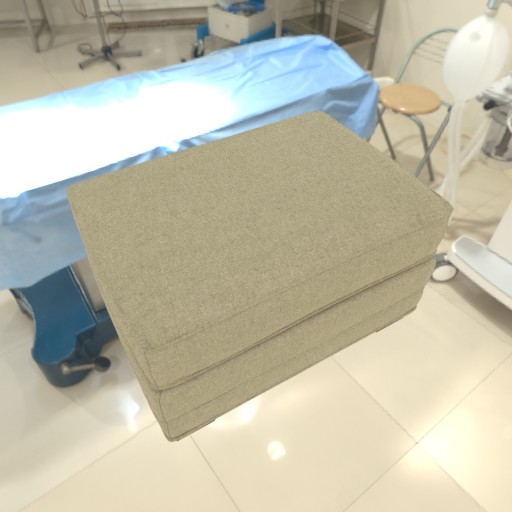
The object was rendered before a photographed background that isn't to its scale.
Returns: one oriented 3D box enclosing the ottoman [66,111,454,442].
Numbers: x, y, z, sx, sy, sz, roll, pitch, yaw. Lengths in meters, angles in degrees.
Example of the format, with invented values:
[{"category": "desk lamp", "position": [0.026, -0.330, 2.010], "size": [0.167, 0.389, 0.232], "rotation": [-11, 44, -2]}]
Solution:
[{"category": "ottoman", "position": [0.000, 0.000, 1.267], "size": [0.848, 0.508, 0.611], "rotation": [-23, 50, -20]}]
